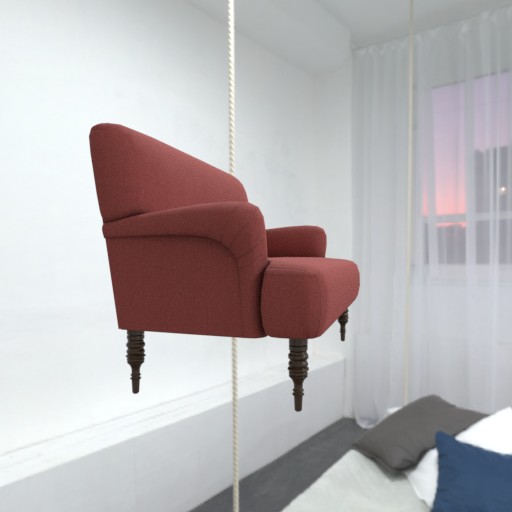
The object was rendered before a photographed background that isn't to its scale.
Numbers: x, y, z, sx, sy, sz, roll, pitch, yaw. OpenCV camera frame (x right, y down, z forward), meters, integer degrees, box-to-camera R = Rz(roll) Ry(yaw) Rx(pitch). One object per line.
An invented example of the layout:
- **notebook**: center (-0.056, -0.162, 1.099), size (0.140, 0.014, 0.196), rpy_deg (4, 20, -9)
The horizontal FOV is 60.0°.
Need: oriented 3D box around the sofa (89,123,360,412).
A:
- **sofa**: center (0.000, 0.000, 1.880), size (0.779, 0.889, 1.297), rpy_deg (0, 0, 18)
